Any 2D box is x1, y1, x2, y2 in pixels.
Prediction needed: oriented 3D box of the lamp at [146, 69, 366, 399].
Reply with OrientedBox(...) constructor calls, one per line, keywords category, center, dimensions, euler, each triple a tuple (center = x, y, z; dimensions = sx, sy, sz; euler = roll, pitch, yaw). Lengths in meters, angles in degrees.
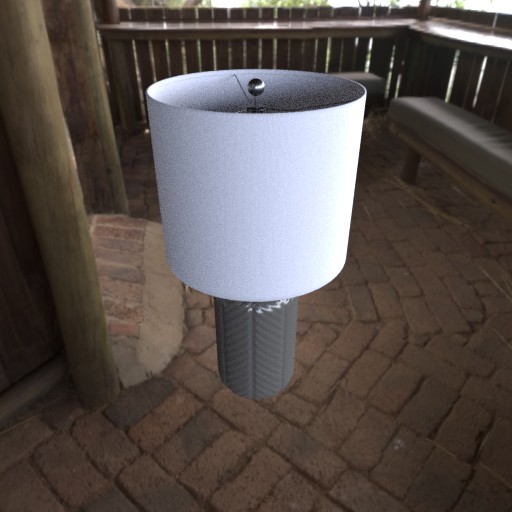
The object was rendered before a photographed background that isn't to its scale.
OrientedBox(category="lamp", center=(0.000, 0.000, 0.514), dimensions=(0.203, 0.389, 0.203), euler=(9, 33, 14))
